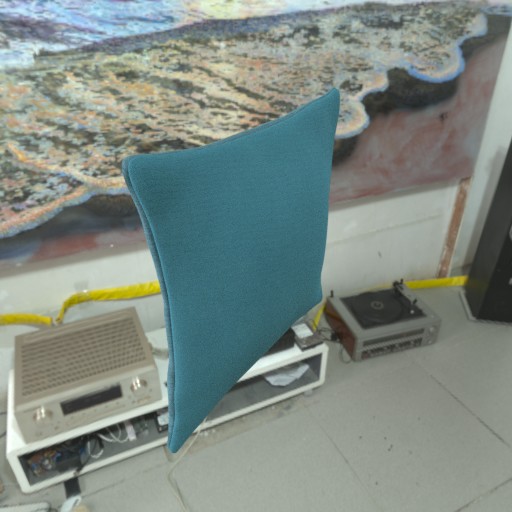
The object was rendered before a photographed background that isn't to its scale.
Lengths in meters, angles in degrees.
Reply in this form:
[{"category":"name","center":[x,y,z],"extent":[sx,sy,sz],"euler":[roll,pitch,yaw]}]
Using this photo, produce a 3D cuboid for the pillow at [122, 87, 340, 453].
[{"category":"pillow","center":[0.000,0.000,0.654],"extent":[0.151,0.415,0.433],"euler":[20,36,29]}]
